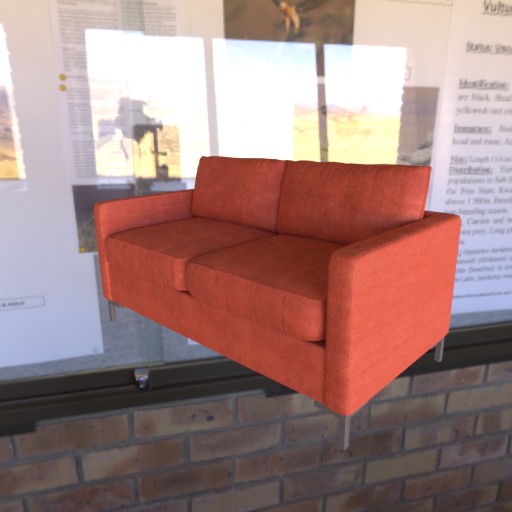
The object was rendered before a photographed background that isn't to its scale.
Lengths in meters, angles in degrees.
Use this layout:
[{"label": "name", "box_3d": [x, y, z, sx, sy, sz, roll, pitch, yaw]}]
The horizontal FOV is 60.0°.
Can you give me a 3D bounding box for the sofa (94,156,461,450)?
[{"label": "sofa", "box_3d": [0.000, 0.000, 2.113, 1.574, 0.896, 0.864, 15, 22, 41]}]
